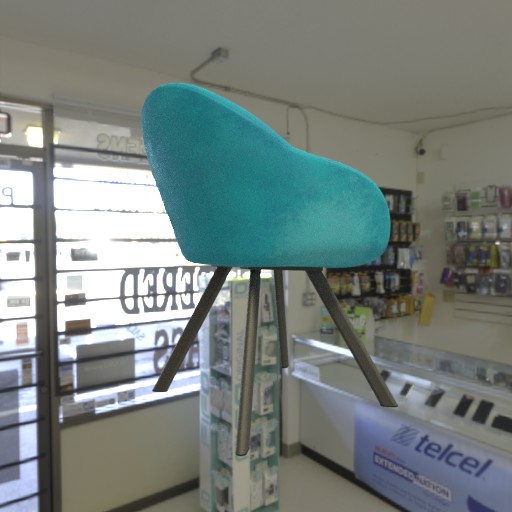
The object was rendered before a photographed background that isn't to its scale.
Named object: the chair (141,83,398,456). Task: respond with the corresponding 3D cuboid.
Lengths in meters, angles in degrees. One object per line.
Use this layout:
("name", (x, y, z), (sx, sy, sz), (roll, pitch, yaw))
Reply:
("chair", (0.000, 0.000, 1.202), (0.590, 0.795, 0.550), (-1, 2, -34))
